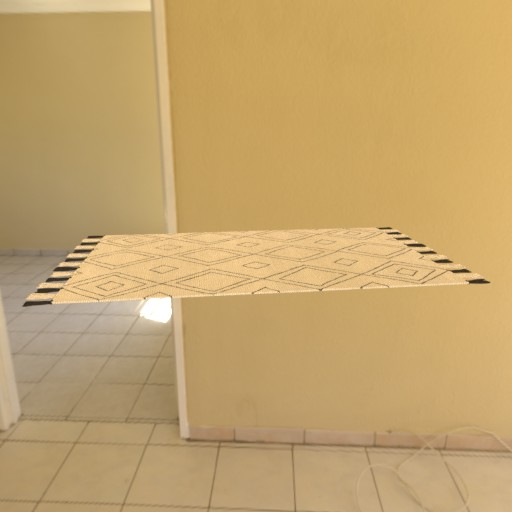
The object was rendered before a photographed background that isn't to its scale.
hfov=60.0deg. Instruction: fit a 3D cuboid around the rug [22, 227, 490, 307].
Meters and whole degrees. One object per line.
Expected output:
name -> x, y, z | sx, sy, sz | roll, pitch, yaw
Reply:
rug -> 0.000, 0.000, 3.250 | 2.755, 0.021, 1.524 | -2, 17, -7
